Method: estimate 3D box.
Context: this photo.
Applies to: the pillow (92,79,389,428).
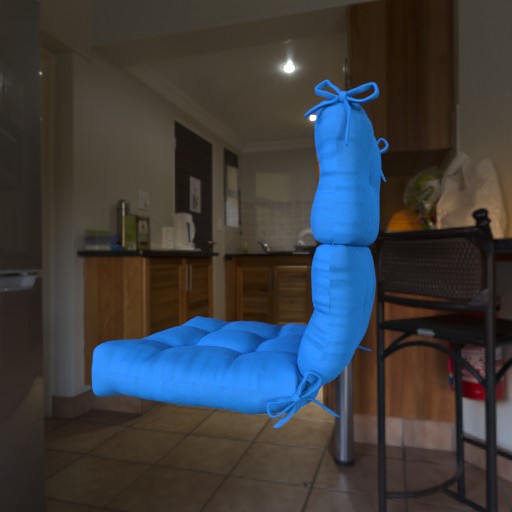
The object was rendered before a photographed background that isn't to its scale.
[{"bbox_3d":[0.000,0.000,1.017,0.571,0.605,0.519,0,1,19],"label":"pillow"}]
